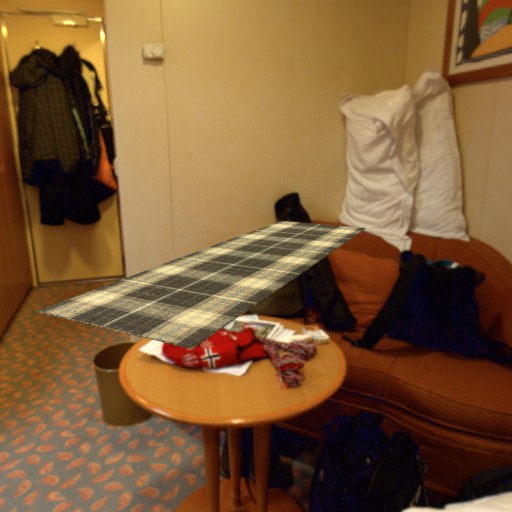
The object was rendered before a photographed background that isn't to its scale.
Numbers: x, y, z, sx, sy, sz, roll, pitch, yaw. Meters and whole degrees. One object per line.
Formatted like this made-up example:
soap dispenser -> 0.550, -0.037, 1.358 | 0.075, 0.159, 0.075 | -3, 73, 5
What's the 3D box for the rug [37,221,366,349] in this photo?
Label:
rug -> 0.000, 0.000, 2.677 | 0.760, 0.012, 2.434 | 7, 16, 26
